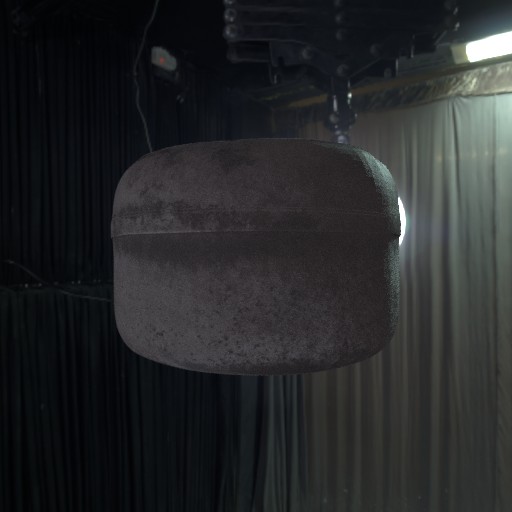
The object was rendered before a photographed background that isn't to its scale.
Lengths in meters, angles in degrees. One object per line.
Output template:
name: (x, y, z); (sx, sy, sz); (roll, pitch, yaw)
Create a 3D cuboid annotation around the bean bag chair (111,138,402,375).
bean bag chair: (0.000, 0.000, 1.466); (0.918, 0.605, 0.918); (0, 0, 0)
